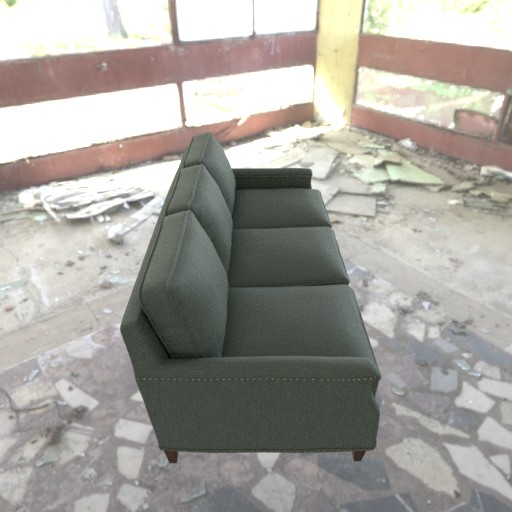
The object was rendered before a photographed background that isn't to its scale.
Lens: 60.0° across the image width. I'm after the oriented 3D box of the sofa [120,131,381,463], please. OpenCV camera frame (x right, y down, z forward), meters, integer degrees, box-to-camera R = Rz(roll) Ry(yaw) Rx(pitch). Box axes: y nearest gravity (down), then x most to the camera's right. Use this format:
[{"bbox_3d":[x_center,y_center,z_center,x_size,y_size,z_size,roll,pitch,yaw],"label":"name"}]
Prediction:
[{"bbox_3d":[0.000,0.000,2.768,1.084,1.003,2.246,0,32,-1],"label":"sofa"}]
